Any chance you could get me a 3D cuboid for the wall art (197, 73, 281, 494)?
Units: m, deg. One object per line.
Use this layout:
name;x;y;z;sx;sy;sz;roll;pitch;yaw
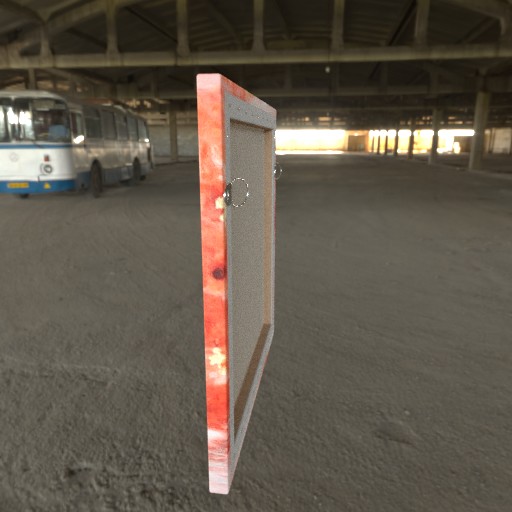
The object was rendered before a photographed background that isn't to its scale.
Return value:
wall art;0.000;0.000;1.104;0.064;0.746;0.747;2;14;9
